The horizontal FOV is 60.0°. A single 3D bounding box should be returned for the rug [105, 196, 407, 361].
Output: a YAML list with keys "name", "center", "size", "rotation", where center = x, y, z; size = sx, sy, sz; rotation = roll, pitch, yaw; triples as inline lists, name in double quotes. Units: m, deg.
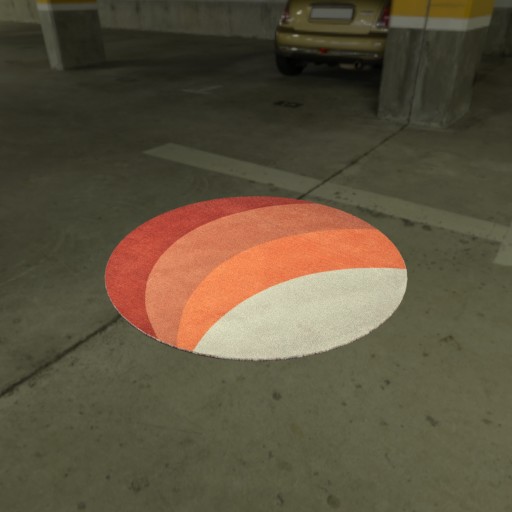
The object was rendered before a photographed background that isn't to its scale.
- name: "rug"
  center: [0.000, 0.000, 2.311]
  size: [1.514, 0.015, 1.514]
  rotation: [0, 31, 0]
